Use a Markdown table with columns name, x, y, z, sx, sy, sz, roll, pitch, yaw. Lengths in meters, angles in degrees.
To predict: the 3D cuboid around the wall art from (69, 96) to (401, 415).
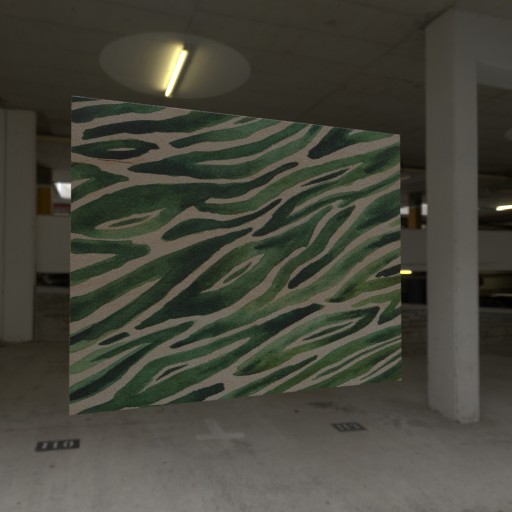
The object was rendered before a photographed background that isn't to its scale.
| name | x | y | z | sx | sy | sz | roll | pitch | yaw |
| --- | --- | --- | --- | --- | --- | --- | --- | --- | --- |
| wall art | 0.000 | 0.000 | 0.657 | 0.508 | 0.408 | 0.012 | 0 | -1 | -20 |
